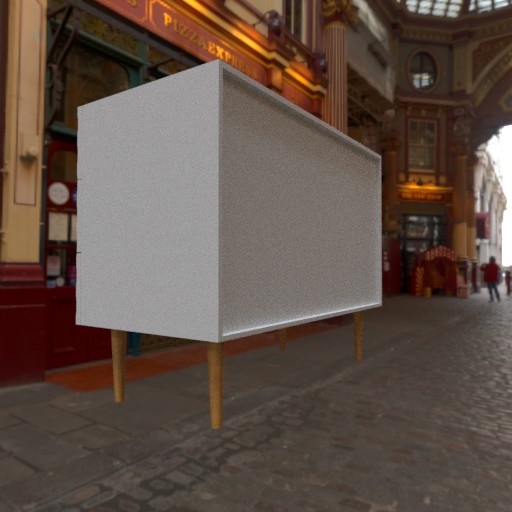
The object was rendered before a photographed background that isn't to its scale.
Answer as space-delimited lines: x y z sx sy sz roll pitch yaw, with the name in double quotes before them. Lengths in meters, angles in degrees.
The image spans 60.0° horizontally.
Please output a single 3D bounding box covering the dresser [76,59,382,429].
"dresser" 0.000 0.000 1.328 0.457 0.721 0.905 -1 -1 35
